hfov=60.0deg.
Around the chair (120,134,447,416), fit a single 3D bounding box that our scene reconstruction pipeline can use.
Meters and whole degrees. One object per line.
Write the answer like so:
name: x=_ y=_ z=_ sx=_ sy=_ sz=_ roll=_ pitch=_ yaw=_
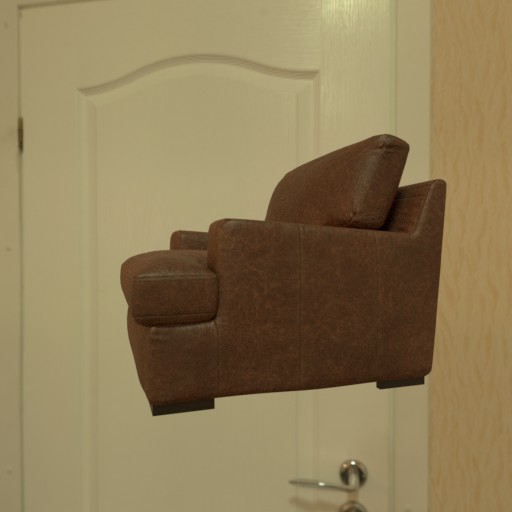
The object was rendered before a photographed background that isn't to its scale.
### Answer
chair: x=0.000 y=0.000 z=1.983 sx=1.143 sy=0.939 sz=1.168 roll=0 pitch=1 yaw=-19
